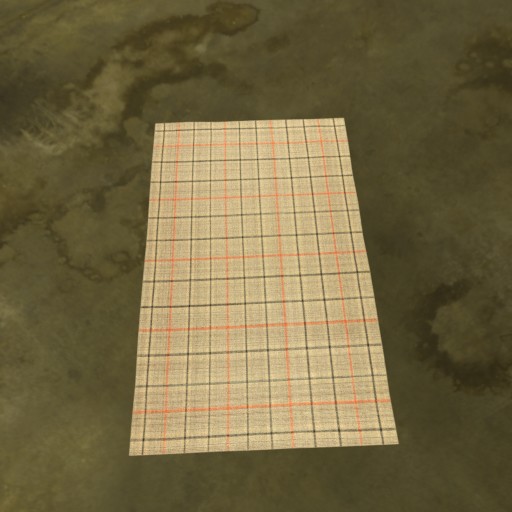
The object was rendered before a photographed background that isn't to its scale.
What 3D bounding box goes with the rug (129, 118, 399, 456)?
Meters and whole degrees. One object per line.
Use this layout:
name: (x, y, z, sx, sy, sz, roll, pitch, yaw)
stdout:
rug: (0.000, 0.000, 3.038, 1.524, 0.015, 2.439, -2, 64, -1)
